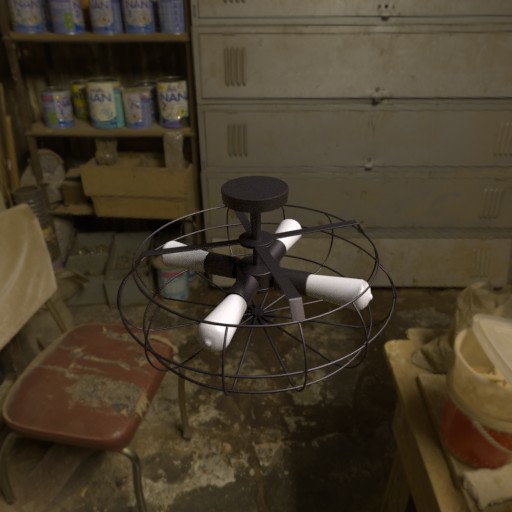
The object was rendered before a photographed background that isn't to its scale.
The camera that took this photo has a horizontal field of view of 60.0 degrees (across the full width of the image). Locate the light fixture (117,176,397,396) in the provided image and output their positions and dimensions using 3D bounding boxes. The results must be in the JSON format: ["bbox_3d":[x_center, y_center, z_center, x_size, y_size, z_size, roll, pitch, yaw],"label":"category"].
[{"bbox_3d":[0.000,0.000,0.936,0.582,0.311,0.582,0,30,0],"label":"light fixture"}]
